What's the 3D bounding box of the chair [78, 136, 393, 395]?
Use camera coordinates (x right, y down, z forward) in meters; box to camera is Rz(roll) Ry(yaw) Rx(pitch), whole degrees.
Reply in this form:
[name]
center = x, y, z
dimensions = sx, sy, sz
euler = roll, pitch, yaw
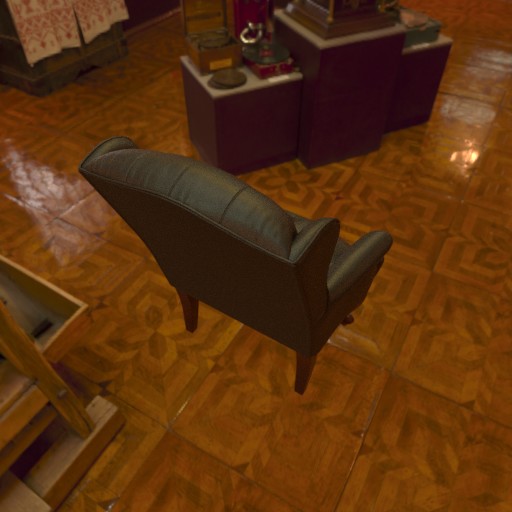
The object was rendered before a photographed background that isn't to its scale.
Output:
[chair]
center = 0.000, 0.000, 1.624
dimensions = 0.838, 1.111, 0.762
euler = 24, 51, 22
